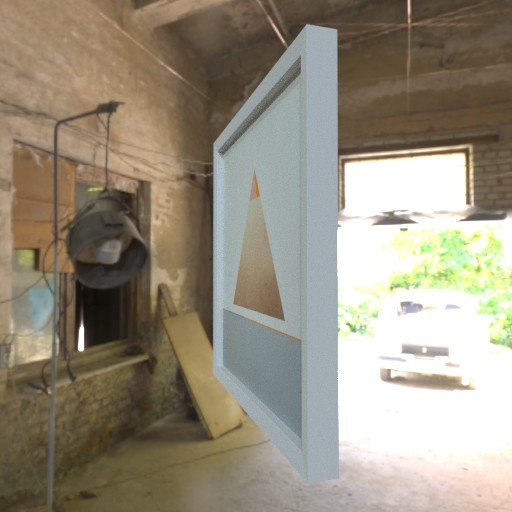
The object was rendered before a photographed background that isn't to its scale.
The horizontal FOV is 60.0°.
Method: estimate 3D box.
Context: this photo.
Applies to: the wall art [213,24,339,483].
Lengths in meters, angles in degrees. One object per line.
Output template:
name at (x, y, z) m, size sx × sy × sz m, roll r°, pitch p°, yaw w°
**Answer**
wall art at (0.000, 0.000, 1.875) m, size 0.098 × 1.291 × 1.289 m, roll 0°, pitch -1°, yaw -17°
